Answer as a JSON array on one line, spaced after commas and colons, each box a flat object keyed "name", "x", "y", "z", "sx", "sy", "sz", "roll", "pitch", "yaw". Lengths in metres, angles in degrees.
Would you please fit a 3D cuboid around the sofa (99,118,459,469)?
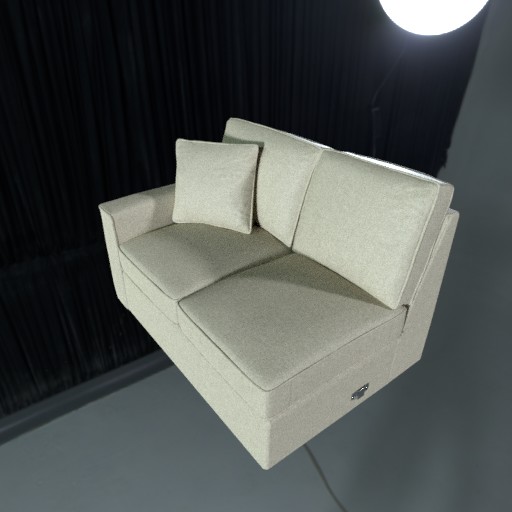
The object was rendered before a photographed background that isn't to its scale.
[{"name": "sofa", "x": 0.000, "y": 0.000, "z": 2.091, "sx": 0.991, "sy": 0.989, "sz": 1.388, "roll": -22, "pitch": 37, "yaw": -32}]
